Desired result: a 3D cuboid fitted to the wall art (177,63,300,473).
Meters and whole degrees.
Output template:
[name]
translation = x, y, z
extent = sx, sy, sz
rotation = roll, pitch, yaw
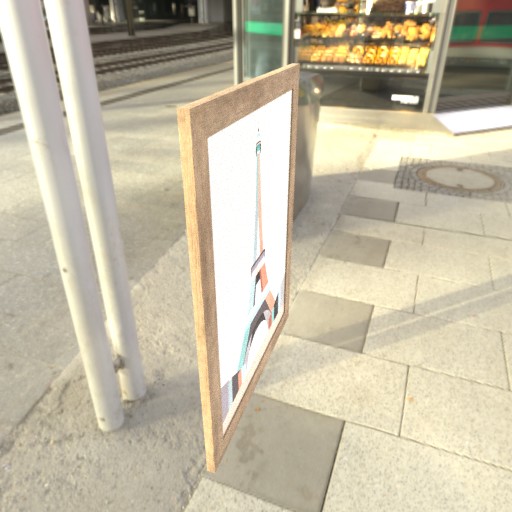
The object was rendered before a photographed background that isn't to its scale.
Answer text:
[wall art]
translation = 0.000, 0.000, 0.919
extent = 0.018, 0.686, 0.534
rotation = 10, 31, 17
